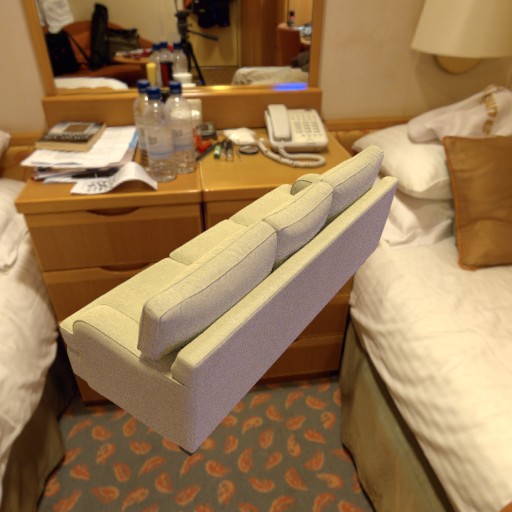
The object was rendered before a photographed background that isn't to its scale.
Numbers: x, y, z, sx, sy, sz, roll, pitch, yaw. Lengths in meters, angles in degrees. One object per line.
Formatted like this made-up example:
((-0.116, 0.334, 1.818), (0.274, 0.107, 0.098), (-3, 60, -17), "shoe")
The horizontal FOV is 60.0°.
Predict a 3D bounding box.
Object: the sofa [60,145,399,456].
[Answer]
((0.000, 0.000, 2.902), (1.016, 0.991, 2.323), (21, 38, 29), "sofa")
